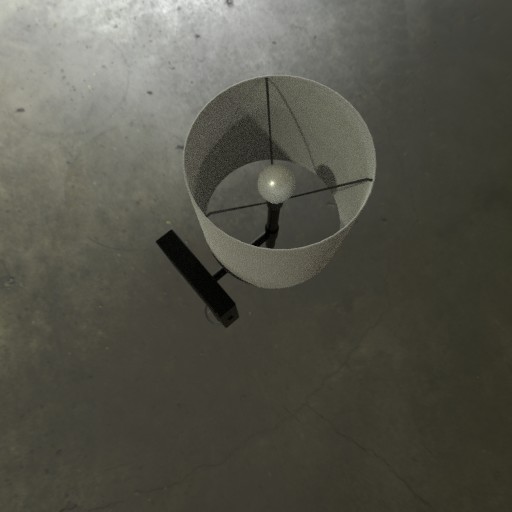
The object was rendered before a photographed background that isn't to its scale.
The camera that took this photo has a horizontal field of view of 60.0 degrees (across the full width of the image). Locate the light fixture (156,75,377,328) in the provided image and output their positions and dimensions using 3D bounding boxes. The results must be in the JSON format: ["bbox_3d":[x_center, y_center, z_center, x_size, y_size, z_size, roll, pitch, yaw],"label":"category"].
[{"bbox_3d":[0.000,0.000,0.709,0.248,0.589,0.188,-40,79,-10],"label":"light fixture"}]
